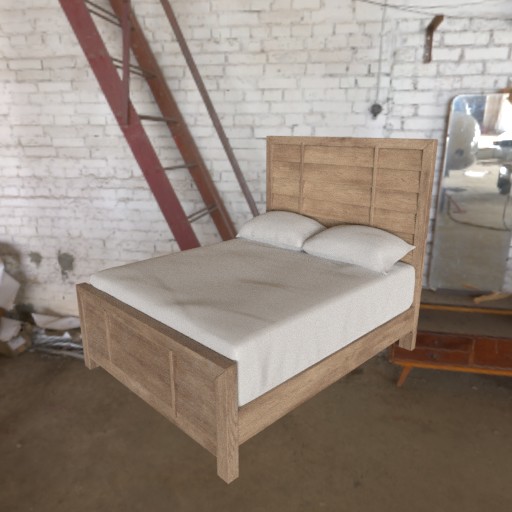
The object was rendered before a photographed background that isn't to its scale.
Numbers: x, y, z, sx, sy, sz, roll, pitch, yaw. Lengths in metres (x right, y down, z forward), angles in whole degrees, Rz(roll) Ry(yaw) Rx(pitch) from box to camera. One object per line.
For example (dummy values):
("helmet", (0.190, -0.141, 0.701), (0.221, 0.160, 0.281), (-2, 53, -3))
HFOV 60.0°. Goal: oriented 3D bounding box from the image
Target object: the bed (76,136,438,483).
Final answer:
("bed", (0.000, 0.000, 3.213), (2.017, 1.631, 1.615), (-16, 22, -43))
